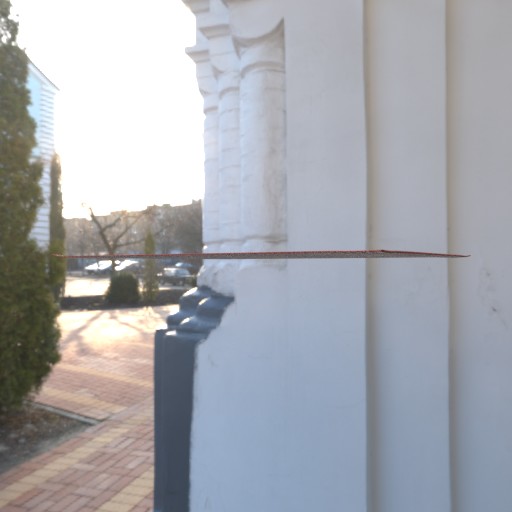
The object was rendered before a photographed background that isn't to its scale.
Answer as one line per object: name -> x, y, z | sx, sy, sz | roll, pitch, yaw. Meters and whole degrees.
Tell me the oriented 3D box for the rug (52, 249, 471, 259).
rug -> 0.000, 0.000, 2.890 | 2.286, 0.026, 1.521 | -1, -1, 37
